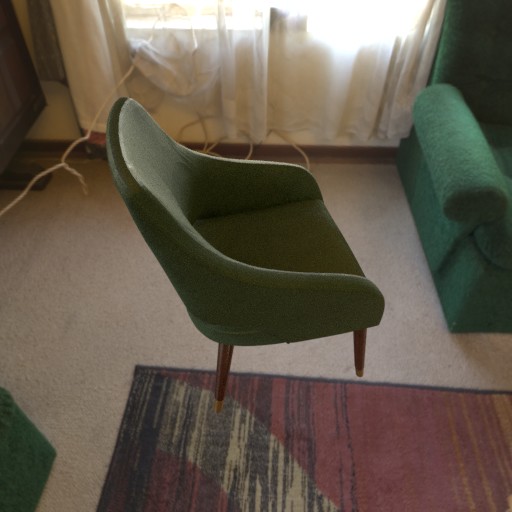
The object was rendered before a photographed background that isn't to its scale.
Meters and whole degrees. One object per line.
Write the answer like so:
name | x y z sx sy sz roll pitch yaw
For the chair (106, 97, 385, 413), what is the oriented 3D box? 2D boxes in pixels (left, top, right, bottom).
chair | 0.000 0.000 1.578 0.794 1.081 0.683 -10 47 -10
